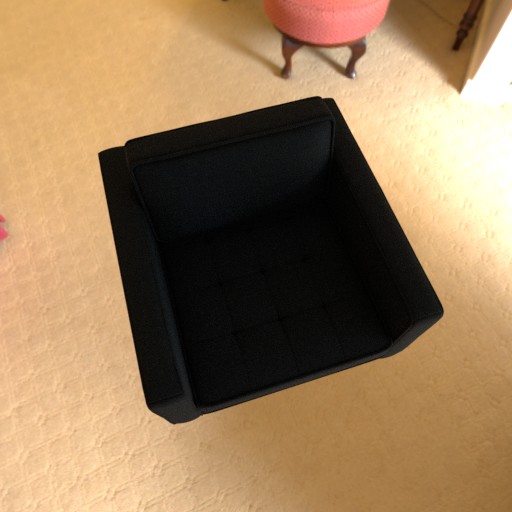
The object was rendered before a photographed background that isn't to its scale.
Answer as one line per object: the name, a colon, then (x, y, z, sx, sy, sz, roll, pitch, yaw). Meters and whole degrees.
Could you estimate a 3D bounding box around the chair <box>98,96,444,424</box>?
chair: (0.000, 0.000, 1.585, 0.899, 0.770, 0.920, -16, 65, -8)
